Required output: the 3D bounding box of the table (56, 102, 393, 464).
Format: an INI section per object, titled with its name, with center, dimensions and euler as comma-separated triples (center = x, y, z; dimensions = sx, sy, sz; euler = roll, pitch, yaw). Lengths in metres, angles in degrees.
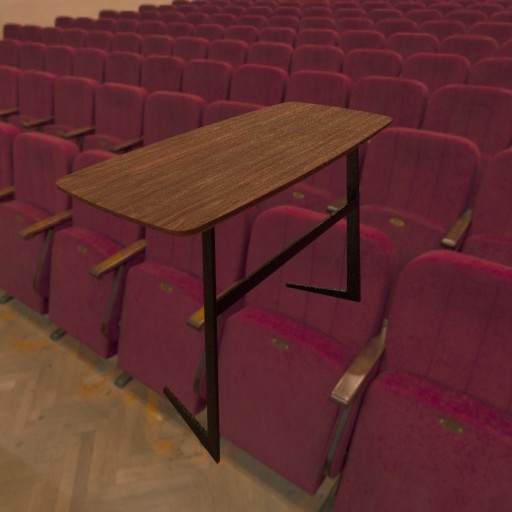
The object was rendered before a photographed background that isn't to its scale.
[table]
center = 0.000, 0.000, 1.115
dimensions = 0.361, 0.576, 0.804
euler = 21, 37, 30
